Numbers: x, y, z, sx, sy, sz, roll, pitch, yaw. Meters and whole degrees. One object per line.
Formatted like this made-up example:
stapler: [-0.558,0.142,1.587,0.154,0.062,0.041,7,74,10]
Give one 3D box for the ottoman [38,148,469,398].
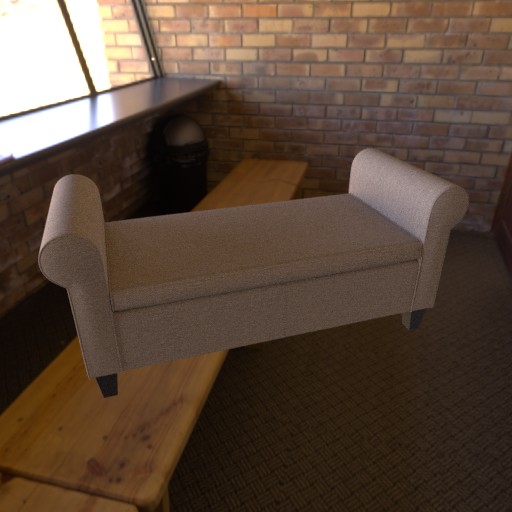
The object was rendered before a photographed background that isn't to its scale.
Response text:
ottoman: [0.000,0.000,1.537,1.256,0.547,0.521,-9,29,-16]
